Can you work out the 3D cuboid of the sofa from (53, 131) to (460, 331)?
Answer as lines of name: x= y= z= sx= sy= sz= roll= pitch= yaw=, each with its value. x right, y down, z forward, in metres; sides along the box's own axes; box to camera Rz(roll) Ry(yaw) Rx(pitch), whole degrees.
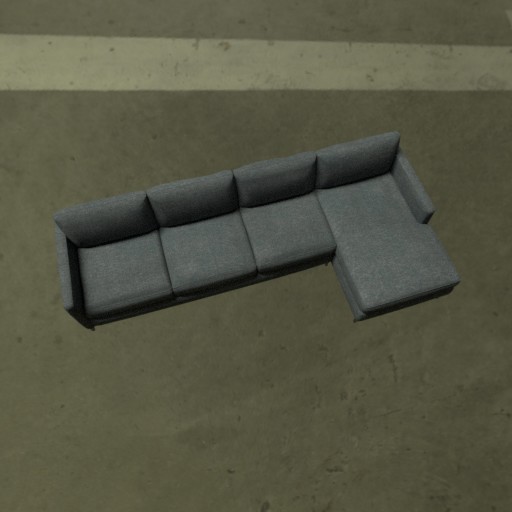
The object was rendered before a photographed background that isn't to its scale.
sofa: x=0.000 y=0.000 z=3.499 sx=2.932 sy=0.810 sz=1.350 roll=-15 pitch=64 yaw=-7
